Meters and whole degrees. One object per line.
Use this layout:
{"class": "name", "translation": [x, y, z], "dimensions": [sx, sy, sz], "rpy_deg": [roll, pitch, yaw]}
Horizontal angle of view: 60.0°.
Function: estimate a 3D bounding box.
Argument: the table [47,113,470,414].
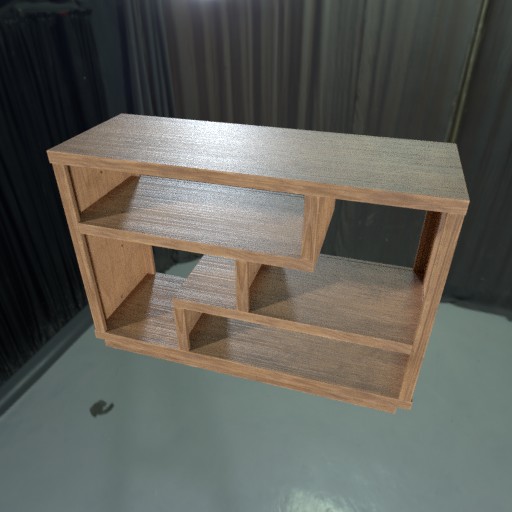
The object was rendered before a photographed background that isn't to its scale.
{"class": "table", "translation": [0.000, 0.000, 1.525], "dimensions": [1.151, 0.771, 0.410], "rpy_deg": [9, 34, 14]}
